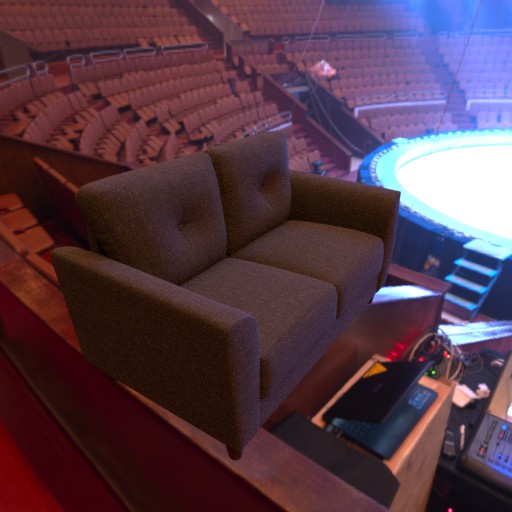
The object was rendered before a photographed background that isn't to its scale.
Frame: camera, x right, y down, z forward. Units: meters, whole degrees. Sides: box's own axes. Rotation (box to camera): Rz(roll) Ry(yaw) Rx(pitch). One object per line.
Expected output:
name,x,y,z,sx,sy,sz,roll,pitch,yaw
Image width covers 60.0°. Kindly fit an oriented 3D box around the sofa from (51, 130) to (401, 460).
sofa,0.000,0.000,1.993,0.851,0.885,1.423,17,32,31
